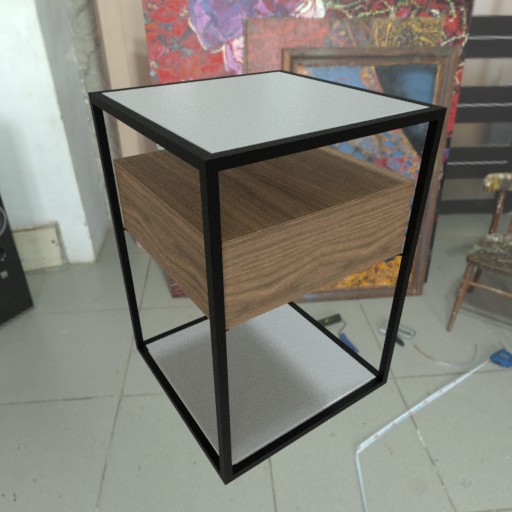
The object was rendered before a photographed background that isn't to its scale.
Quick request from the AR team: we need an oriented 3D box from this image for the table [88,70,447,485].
[{"bbox_3d":[0.000,0.000,0.792,0.378,0.540,0.378,-20,37,-29],"label":"table"}]
